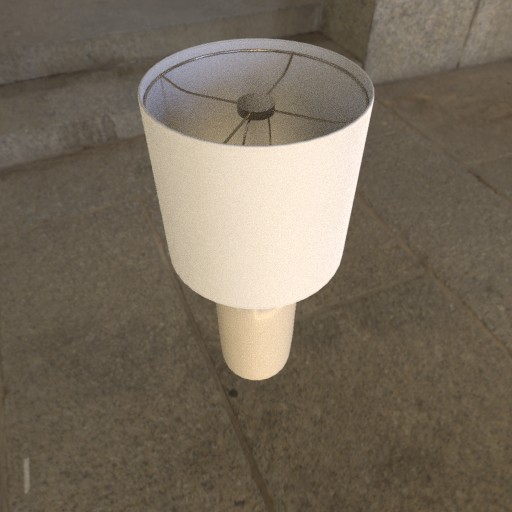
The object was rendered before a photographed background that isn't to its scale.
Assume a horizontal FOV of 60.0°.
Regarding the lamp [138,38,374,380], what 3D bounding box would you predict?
[{"bbox_3d":[0.000,0.000,0.591,0.220,0.475,0.220,29,53,25],"label":"lamp"}]
